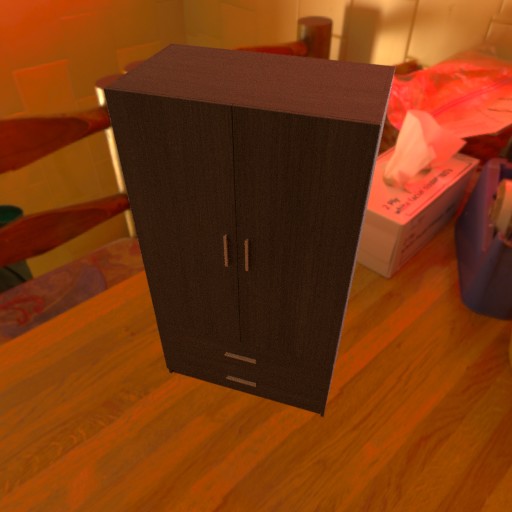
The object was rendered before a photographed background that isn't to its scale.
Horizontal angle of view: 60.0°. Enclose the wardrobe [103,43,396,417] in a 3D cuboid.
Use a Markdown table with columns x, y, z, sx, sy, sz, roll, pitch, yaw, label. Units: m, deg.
| x | y | z | sx | sy | sz | roll | pitch | yaw | label |
| --- | --- | --- | --- | --- | --- | --- | --- | --- | --- |
| 0.000 | 0.000 | 2.280 | 0.991 | 1.808 | 0.577 | 12 | 43 | 13 | wardrobe |
